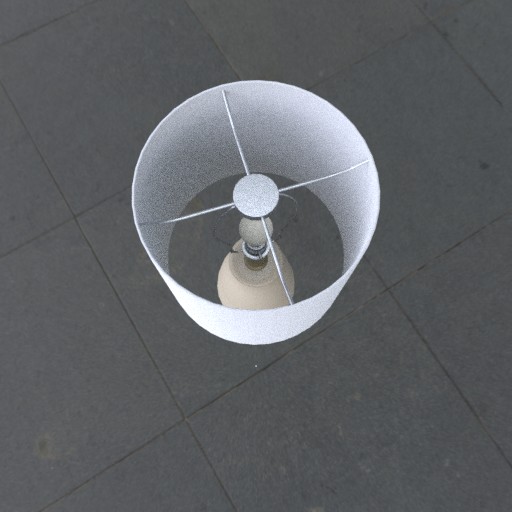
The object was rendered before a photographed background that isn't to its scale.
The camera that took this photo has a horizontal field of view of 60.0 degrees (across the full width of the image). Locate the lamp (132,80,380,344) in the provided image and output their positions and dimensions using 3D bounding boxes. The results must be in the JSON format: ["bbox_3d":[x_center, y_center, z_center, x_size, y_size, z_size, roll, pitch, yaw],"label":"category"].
[{"bbox_3d":[0.000,0.000,0.471,0.186,0.369,0.186,0,76,0],"label":"lamp"}]
